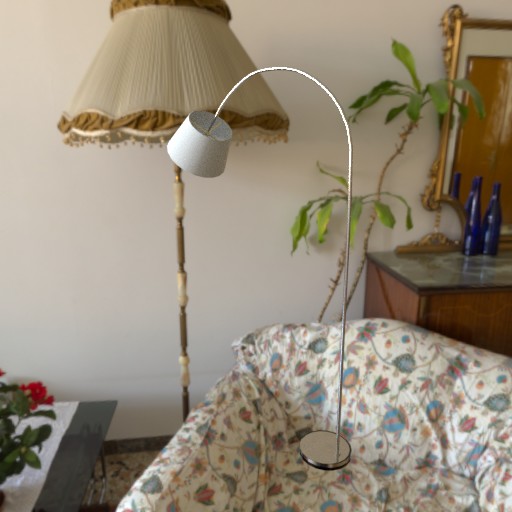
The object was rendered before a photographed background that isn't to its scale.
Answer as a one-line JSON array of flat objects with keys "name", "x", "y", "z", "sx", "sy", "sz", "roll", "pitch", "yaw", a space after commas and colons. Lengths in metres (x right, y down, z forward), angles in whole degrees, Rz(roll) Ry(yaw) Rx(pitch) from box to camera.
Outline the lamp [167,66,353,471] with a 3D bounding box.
[{"name": "lamp", "x": 0.000, "y": 0.000, "z": 2.675, "sx": 0.406, "sy": 2.098, "sz": 1.445, "roll": -13, "pitch": 19, "yaw": -42}]
